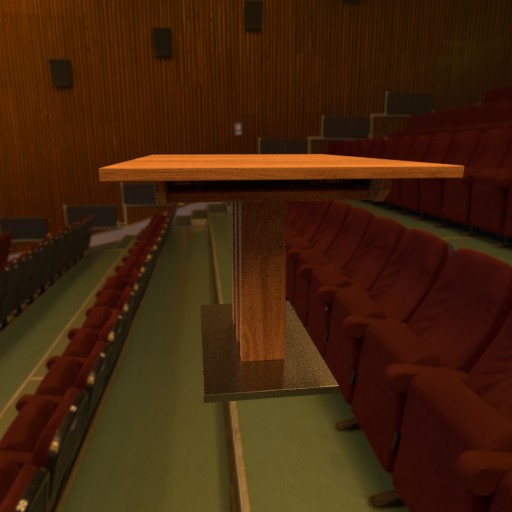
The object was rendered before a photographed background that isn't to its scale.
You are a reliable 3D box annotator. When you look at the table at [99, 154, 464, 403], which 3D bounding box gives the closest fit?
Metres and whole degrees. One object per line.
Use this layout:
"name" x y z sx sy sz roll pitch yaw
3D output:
"table" 0.000 0.000 1.792 0.900 0.770 1.300 -2 14 -7
